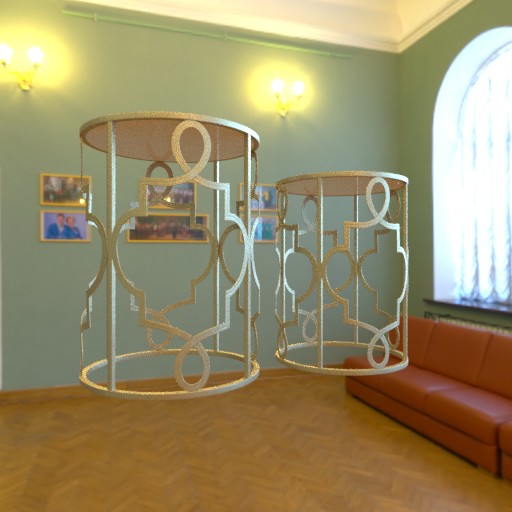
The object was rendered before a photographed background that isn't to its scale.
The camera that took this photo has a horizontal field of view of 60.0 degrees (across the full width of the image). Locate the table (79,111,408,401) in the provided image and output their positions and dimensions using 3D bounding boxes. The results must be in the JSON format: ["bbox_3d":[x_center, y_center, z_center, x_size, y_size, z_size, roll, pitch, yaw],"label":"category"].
[{"bbox_3d":[0.000,0.000,1.143,0.846,0.564,0.420,0,0,-19],"label":"table"}]
